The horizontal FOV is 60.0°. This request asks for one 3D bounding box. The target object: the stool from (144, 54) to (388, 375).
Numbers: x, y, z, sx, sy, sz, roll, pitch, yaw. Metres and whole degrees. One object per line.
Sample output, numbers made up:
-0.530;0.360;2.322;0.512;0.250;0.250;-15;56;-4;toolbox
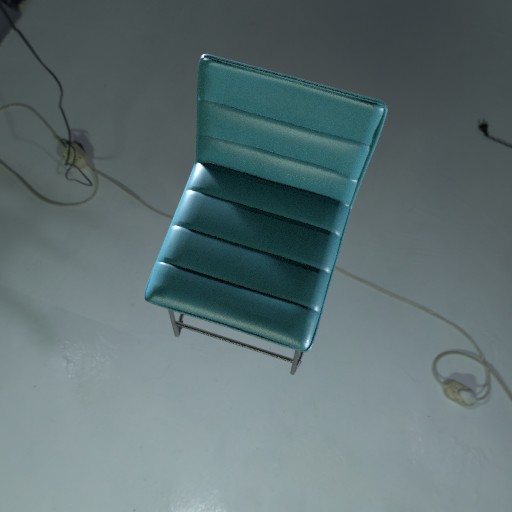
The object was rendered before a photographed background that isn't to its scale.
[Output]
0.000;0.000;1.243;0.489;0.936;0.524;17;75;5;stool
